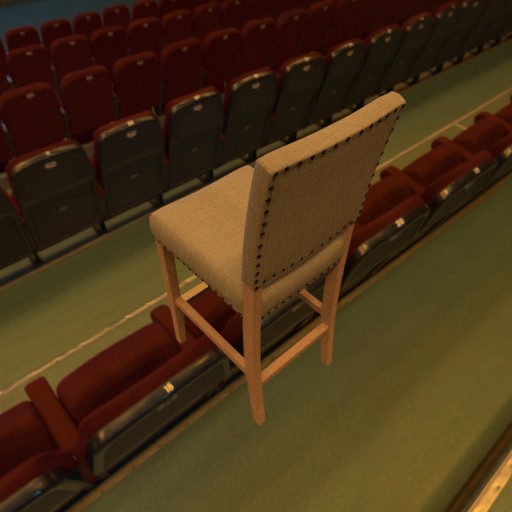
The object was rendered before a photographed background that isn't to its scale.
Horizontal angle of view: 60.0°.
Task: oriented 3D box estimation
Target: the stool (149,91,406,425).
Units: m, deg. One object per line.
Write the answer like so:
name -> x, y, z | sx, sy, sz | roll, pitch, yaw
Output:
stool -> 0.000, 0.000, 1.477 | 0.445, 1.173, 0.585 | -33, 54, -28
